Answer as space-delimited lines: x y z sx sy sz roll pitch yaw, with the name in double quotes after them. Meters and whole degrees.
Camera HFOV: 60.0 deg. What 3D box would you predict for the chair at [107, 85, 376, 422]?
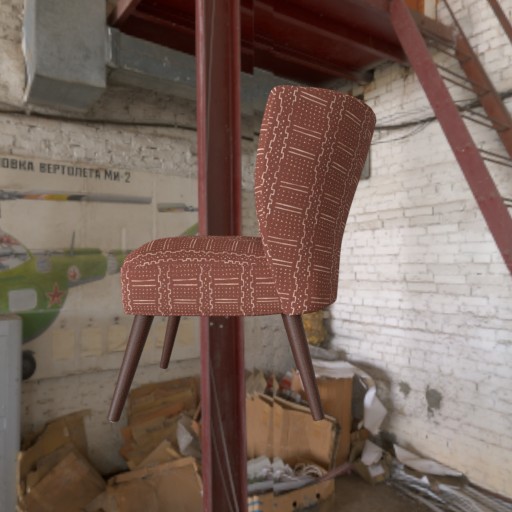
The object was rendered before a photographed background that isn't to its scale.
0.000 0.000 1.425 0.758 0.866 0.706 0 -1 1 "chair"
